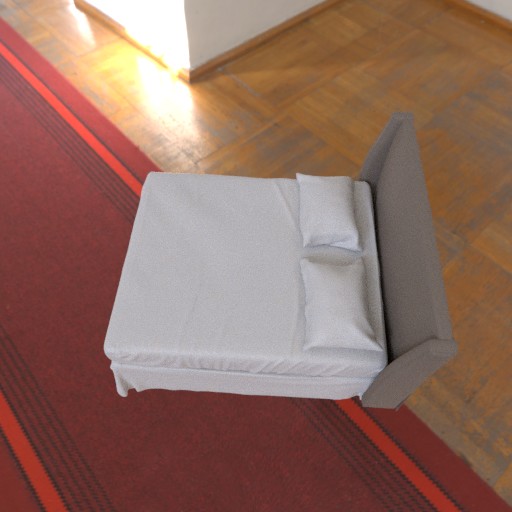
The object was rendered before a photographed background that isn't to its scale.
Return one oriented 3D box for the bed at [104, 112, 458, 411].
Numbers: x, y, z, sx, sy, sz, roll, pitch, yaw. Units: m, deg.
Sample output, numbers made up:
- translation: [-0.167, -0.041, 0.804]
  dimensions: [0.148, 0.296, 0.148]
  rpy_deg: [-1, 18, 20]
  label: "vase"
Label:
- translation: [0.000, 0.000, 3.412]
  dimensions: [2.276, 1.332, 1.925]
  rpy_deg: [3, 58, 2]
  label: "bed"
